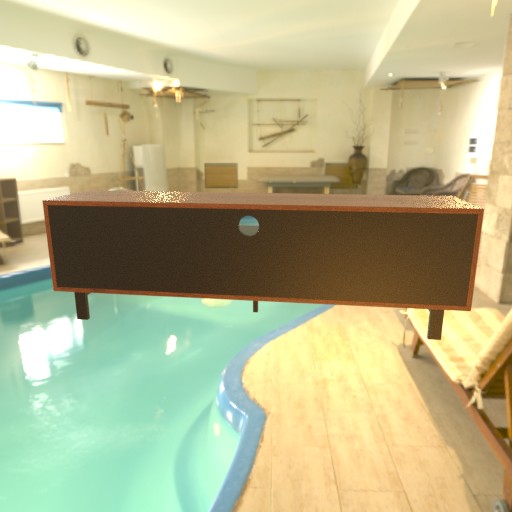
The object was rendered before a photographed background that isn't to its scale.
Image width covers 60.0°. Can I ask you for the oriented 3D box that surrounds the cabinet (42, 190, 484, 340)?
[{"bbox_3d":[0.000,0.000,1.897,1.650,0.500,0.400,2,15,8],"label":"cabinet"}]
